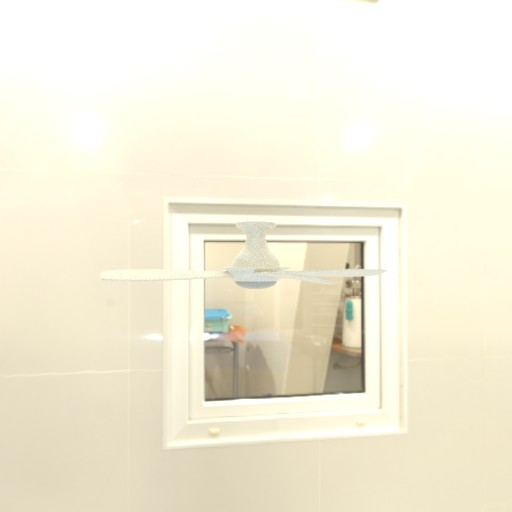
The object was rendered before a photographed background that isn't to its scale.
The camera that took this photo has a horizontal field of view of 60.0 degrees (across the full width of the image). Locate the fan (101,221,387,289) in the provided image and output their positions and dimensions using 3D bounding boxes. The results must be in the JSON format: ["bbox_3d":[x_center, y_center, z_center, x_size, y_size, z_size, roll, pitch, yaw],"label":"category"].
[{"bbox_3d":[0.000,0.000,2.566,1.694,0.382,1.693,0,-1,-18],"label":"fan"}]
